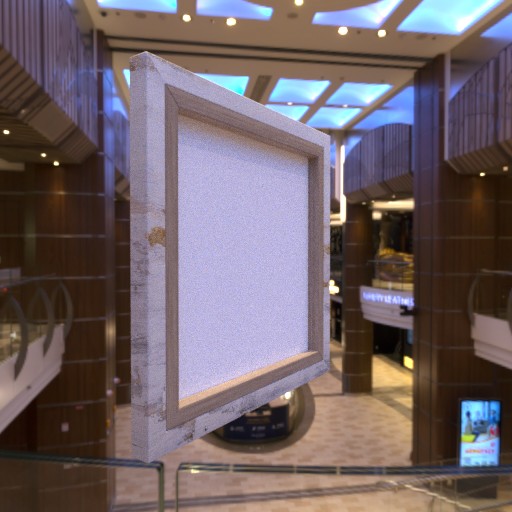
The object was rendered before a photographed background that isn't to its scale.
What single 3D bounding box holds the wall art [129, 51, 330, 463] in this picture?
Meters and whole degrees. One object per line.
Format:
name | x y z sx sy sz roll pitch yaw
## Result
wall art | 0.000 0.000 0.917 0.040 0.613 0.611 1 1 35
